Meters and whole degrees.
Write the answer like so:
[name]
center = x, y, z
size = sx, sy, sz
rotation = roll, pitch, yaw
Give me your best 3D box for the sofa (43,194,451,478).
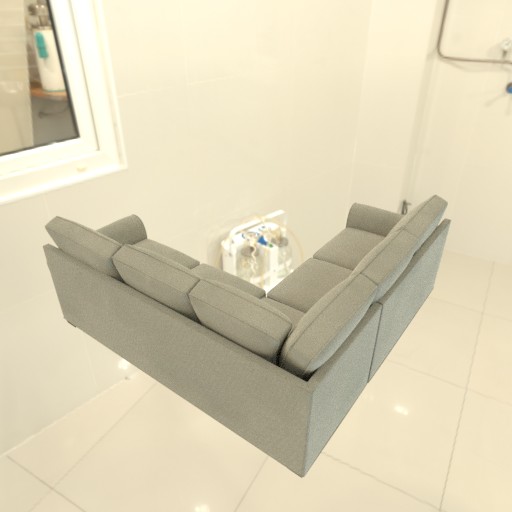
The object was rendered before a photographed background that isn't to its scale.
[sofa]
center = 0.000, 0.000, 3.891
size = 2.562, 1.053, 2.487
rotation = 22, 38, 30
